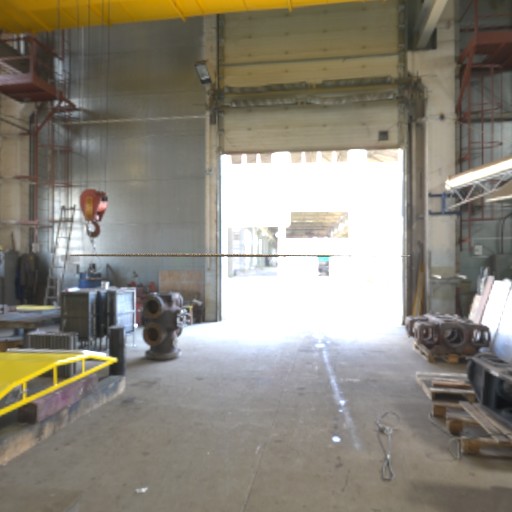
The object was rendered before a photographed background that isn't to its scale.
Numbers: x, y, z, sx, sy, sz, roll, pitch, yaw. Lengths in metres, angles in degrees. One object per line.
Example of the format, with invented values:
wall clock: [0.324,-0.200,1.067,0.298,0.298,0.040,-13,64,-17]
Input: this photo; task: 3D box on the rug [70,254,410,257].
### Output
rug: [0.000,0.000,3.104,2.432,0.006,1.520,0,0,-36]
